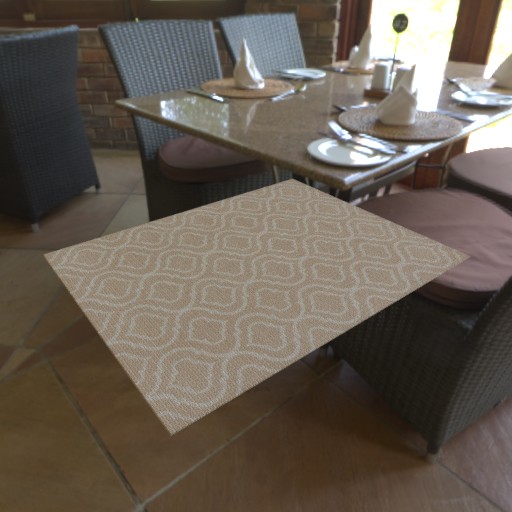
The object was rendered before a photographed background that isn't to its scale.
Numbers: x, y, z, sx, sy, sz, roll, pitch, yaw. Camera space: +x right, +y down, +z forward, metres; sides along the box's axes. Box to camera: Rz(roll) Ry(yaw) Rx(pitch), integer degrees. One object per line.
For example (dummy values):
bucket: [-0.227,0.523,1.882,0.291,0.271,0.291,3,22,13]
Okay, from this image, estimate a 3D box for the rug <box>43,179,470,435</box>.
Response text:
rug: [0.000,0.000,3.821,2.894,0.013,2.286,-22,38,-32]
